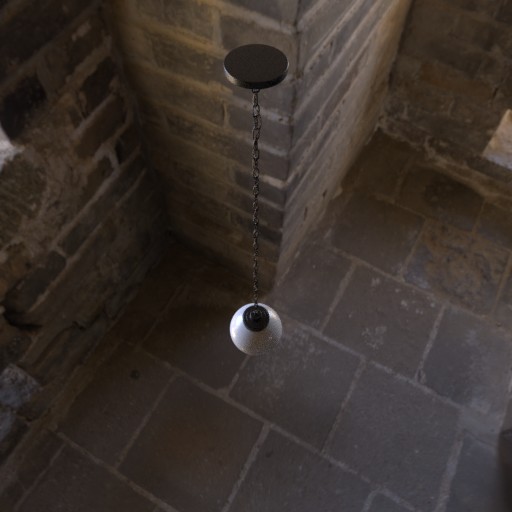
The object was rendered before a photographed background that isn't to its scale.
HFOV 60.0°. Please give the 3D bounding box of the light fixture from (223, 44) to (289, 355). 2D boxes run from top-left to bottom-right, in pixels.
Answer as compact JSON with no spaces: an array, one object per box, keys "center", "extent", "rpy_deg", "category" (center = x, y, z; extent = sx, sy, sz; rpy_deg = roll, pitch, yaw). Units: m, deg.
[{"center":[0.000,0.000,1.950],"extent":[0.305,1.867,0.304],"rpy_deg":[-15,58,-10],"category":"light fixture"}]
